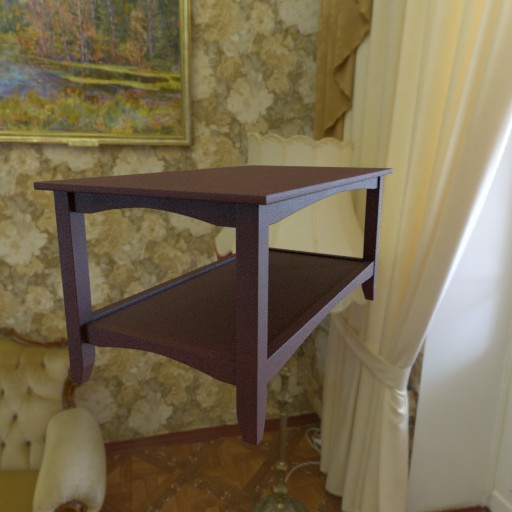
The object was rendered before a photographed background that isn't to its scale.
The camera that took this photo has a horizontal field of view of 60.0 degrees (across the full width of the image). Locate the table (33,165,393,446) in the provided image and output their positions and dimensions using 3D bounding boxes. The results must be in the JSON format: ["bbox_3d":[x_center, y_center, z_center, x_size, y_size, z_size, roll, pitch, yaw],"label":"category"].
[{"bbox_3d":[0.000,0.000,1.242,0.533,0.456,0.943,7,16,27],"label":"table"}]
